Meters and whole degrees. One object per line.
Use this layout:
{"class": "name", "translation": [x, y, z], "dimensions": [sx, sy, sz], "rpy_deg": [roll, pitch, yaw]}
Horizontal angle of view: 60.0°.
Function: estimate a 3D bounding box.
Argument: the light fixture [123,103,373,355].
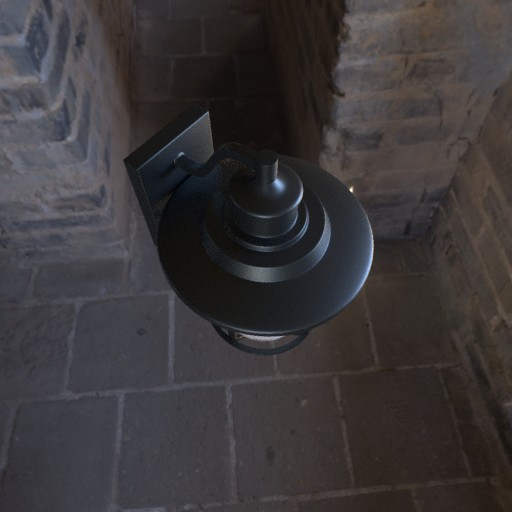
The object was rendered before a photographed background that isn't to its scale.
{"class": "light fixture", "translation": [0.000, 0.000, 0.521], "dimensions": [0.252, 0.345, 0.222], "rpy_deg": [34, 65, 18]}
